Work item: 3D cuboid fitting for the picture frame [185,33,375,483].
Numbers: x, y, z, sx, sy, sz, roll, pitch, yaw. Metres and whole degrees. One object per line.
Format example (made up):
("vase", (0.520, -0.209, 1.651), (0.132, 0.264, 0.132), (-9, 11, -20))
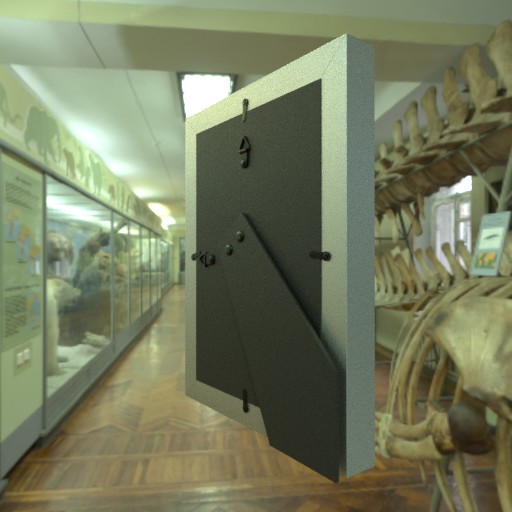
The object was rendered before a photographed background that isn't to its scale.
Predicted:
("picture frame", (0.000, 0.000, 0.273), (0.028, 0.208, 0.157), (0, 0, -37))
